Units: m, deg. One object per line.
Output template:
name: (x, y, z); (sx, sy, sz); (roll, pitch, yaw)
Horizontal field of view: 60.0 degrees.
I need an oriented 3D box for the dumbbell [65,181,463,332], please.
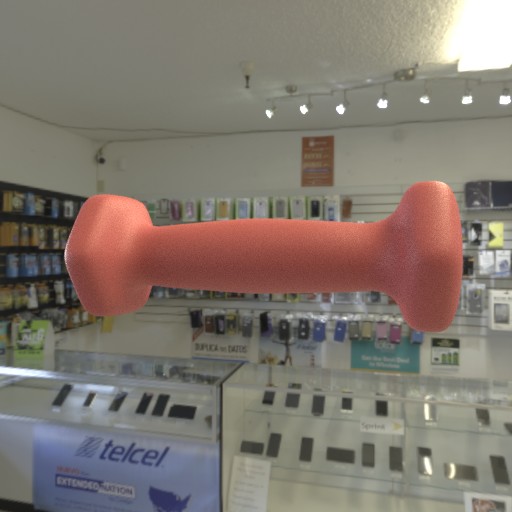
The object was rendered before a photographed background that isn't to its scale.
dumbbell: (0.000, 0.000, 0.147); (0.123, 0.043, 0.047); (0, 1, 16)
